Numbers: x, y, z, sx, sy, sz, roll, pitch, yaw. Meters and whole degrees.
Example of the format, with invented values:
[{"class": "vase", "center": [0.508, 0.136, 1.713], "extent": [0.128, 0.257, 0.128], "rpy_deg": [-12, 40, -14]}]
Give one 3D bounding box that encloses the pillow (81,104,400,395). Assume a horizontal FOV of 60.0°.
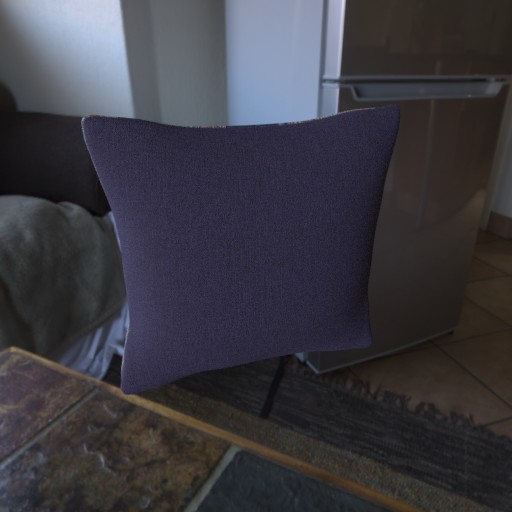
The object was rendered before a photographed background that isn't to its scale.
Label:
[{"class": "pillow", "center": [0.000, 0.000, 0.660], "extent": [0.437, 0.419, 0.136], "rpy_deg": [-7, 26, -15]}]
